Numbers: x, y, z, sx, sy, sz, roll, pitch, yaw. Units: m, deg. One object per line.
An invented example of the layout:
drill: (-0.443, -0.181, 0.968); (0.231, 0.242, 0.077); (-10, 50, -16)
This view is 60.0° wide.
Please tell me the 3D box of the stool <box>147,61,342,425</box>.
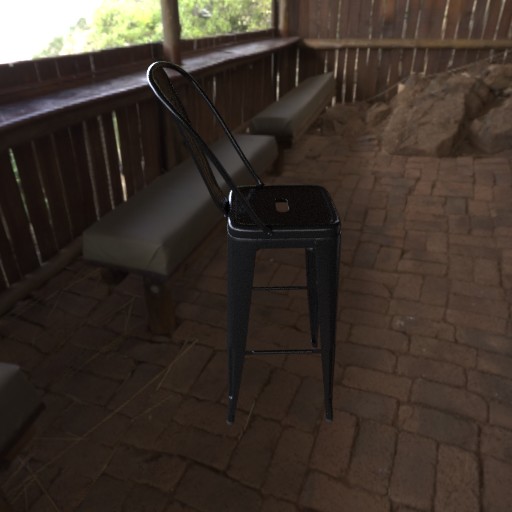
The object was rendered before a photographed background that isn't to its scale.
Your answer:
stool: (0.000, 0.000, 1.365); (0.513, 1.096, 0.399); (-1, 31, -1)
